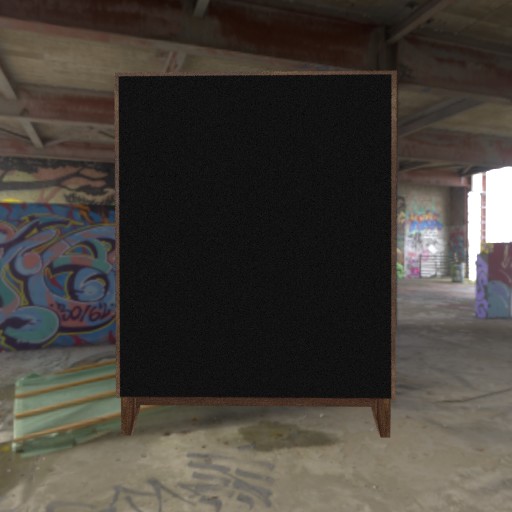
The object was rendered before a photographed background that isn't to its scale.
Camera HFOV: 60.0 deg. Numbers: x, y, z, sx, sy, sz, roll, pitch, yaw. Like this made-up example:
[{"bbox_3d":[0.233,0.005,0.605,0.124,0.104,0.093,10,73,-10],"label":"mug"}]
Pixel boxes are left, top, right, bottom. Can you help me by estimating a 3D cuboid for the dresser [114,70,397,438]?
[{"bbox_3d":[0.000,0.000,1.894,1.062,1.393,0.442,0,1,1],"label":"dresser"}]
